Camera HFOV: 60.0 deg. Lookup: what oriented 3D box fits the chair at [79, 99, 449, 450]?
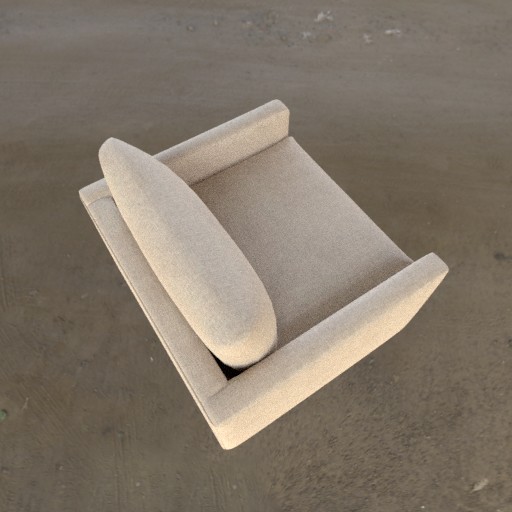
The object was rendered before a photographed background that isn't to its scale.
[{"bbox_3d":[0.000,0.000,1.607,0.866,0.861,0.963,-30,64,-16],"label":"chair"}]
